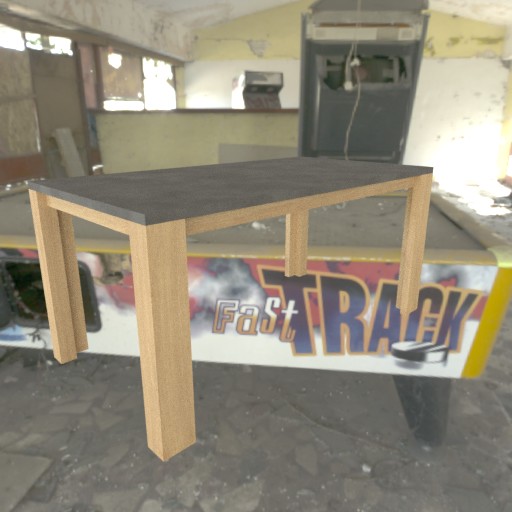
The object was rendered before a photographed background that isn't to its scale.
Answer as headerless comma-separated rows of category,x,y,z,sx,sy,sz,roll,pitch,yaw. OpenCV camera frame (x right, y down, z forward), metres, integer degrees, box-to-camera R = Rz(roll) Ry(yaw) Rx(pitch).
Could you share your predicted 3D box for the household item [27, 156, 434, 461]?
household item,0.000,0.000,2.040,1.600,0.755,0.850,-16,24,-42
